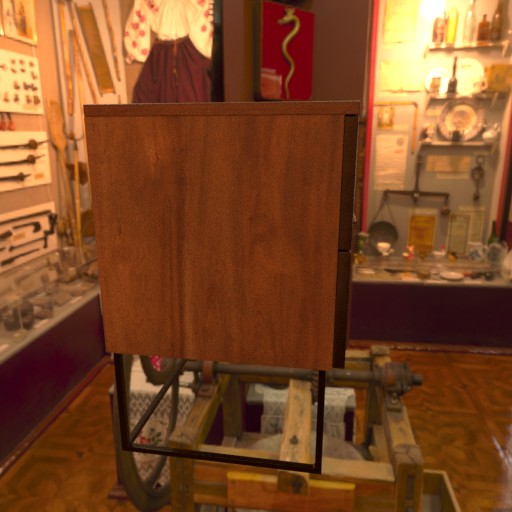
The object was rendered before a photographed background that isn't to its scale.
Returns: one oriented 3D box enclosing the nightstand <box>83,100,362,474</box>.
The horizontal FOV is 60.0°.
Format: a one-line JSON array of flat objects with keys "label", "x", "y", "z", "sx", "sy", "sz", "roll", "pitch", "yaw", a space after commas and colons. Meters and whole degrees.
[{"label": "nightstand", "x": 0.000, "y": 0.000, "z": 0.998, "sx": 0.427, "sy": 0.611, "sz": 0.605, "roll": 2, "pitch": 15, "yaw": 9}]
